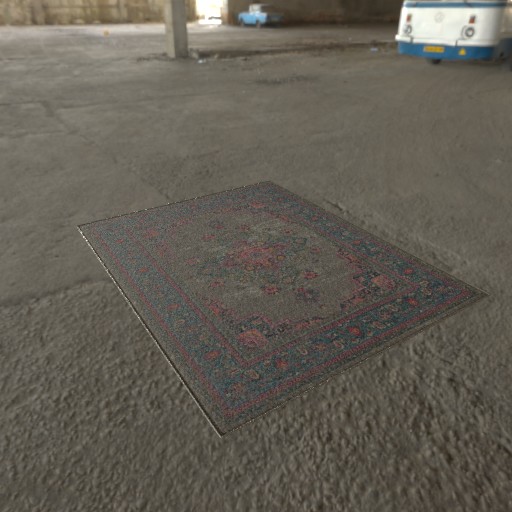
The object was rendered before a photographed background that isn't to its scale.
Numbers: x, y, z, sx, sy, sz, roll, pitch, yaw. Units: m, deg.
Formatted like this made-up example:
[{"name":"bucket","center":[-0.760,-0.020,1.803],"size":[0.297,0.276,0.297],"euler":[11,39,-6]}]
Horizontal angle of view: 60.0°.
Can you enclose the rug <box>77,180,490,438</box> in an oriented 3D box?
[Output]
[{"name":"rug","center":[0.000,0.000,4.030],"size":[2.434,0.013,3.057],"euler":[-18,35,-28]}]
